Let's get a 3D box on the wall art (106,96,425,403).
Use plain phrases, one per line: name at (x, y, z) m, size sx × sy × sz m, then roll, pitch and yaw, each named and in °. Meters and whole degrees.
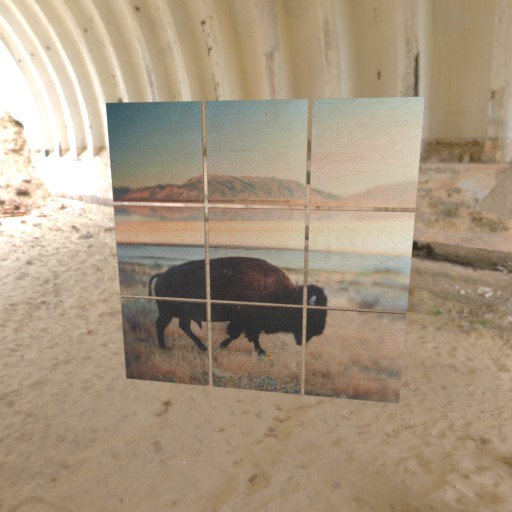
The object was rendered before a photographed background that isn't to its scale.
wall art at (0.000, 0.000, 1.826) m, size 1.221 × 1.218 × 0.019 m, roll 2°, pitch 14°, yaw 10°
